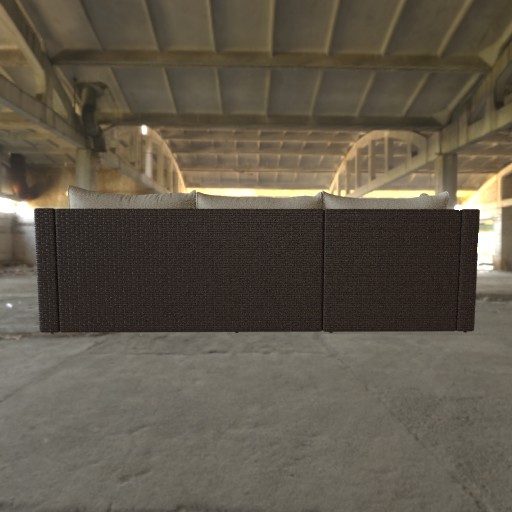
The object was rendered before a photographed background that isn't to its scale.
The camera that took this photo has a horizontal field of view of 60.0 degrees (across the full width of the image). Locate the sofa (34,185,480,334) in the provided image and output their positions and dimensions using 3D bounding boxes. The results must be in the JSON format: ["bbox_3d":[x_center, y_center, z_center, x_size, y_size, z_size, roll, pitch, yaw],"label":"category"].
[{"bbox_3d":[0.000,0.000,2.975,2.192,0.766,1.612,0,1,-1],"label":"sofa"}]
